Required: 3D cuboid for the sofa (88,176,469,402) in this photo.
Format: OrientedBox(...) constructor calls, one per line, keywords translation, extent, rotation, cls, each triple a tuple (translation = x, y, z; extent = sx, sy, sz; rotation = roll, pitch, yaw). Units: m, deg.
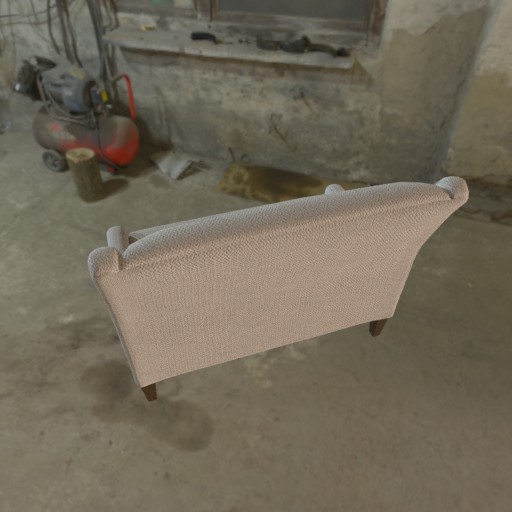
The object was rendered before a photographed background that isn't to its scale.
OrientedBox(translation=(0.000, 0.000, 1.940), extent=(1.242, 1.022, 0.870), rotation=(-13, 44, -14), cls="sofa")
